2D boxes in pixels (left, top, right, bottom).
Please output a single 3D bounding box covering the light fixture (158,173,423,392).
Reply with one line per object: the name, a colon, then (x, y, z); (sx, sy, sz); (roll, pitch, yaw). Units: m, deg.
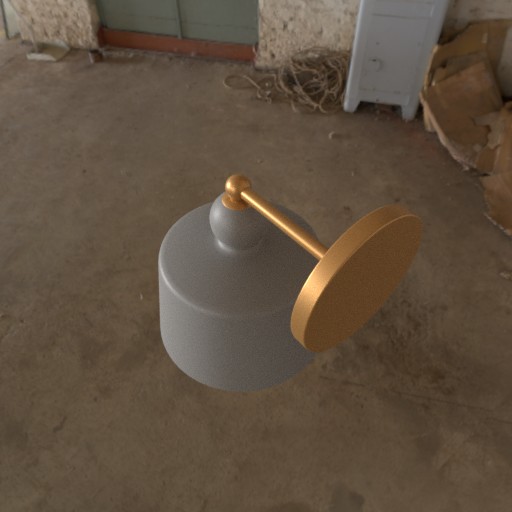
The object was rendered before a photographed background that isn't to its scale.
light fixture: (0.000, 0.000, 0.444); (0.204, 0.268, 0.254); (-31, 55, -26)
